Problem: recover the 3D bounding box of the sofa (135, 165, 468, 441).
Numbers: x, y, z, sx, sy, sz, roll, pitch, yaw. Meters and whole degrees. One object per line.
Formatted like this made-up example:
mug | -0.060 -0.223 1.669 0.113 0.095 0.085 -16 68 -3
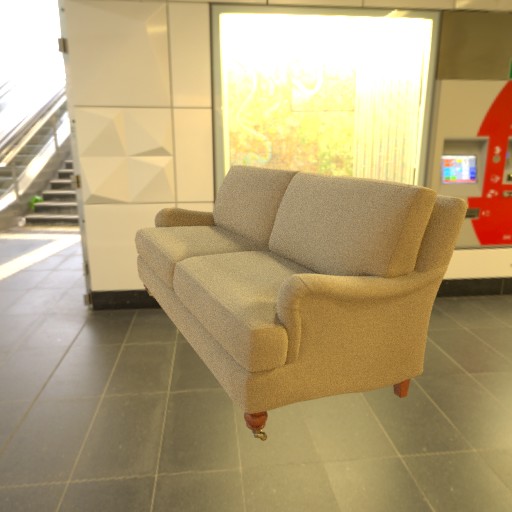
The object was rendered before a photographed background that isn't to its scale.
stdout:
sofa | 0.000 0.000 2.654 1.091 0.997 2.070 -7 16 -25
